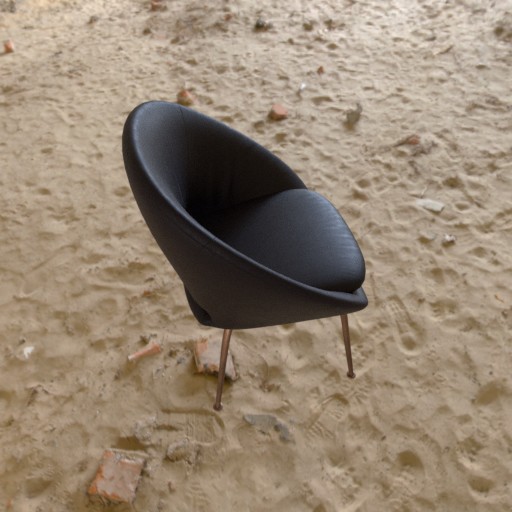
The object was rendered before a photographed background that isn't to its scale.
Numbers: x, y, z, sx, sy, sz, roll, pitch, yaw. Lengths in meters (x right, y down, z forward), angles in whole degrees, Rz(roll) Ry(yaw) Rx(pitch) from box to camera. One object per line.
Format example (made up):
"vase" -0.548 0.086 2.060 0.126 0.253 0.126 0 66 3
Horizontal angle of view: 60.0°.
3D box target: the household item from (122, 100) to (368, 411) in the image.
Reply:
"household item" 0.000 0.000 1.251 0.573 0.852 0.623 -11 48 -10
